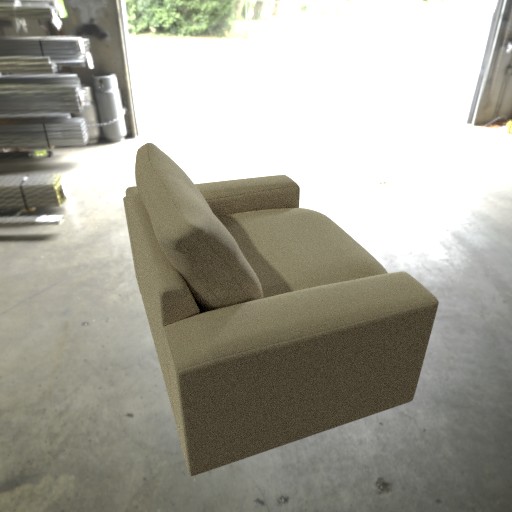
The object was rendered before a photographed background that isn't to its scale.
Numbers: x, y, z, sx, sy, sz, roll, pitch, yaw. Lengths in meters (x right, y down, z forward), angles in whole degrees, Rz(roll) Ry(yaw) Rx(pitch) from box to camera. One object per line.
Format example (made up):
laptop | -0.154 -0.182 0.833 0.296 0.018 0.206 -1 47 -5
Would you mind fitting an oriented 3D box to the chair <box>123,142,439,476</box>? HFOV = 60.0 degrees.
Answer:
chair | 0.000 0.000 2.084 1.039 0.915 1.398 -11 33 -18
